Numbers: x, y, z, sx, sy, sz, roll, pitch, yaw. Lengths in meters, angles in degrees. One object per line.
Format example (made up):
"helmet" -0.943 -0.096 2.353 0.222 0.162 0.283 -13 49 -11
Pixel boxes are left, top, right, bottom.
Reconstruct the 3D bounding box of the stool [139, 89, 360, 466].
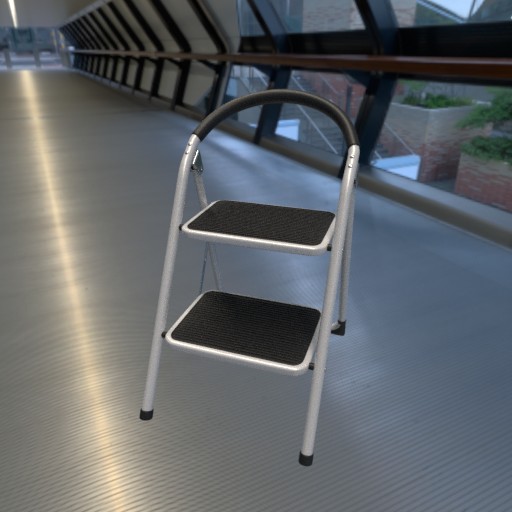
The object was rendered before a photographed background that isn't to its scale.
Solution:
"stool" 0.000 0.000 1.137 0.453 0.760 0.559 8 27 17
